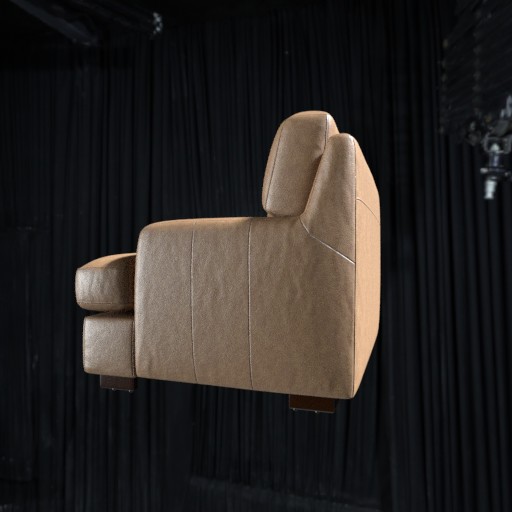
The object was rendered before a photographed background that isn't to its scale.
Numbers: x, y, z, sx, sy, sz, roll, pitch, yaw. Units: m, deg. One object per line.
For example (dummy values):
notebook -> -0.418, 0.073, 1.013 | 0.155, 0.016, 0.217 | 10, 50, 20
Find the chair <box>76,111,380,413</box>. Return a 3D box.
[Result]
chair -> 0.000, 0.000, 2.021 | 1.050, 0.978, 1.276 | 0, 0, 18
